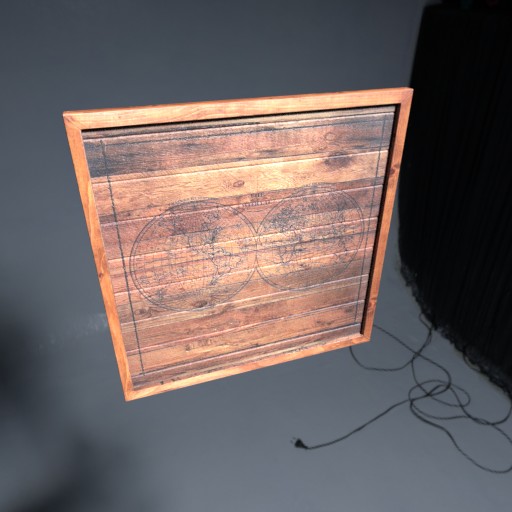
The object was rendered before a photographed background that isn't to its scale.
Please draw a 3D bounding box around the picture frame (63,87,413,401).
[{"bbox_3d":[0.000,0.000,1.200,0.810,0.817,0.029,-10,32,-16],"label":"picture frame"}]
